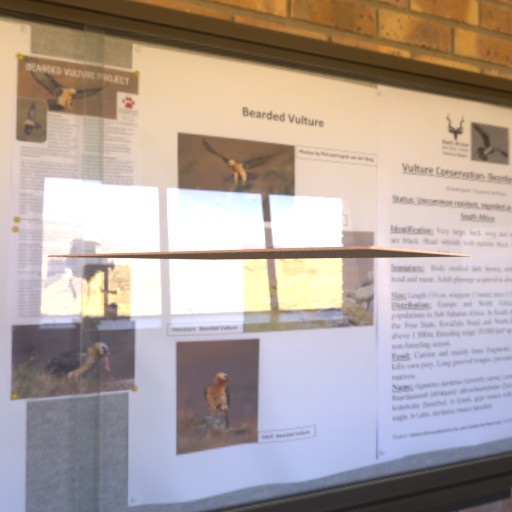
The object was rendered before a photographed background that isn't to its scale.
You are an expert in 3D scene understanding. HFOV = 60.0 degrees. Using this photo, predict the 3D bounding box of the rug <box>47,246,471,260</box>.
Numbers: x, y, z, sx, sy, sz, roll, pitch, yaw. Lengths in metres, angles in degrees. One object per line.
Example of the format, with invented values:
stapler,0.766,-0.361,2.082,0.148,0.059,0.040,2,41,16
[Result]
rug,0.000,0.000,2.723,2.134,0.013,1.524,-1,-2,37
